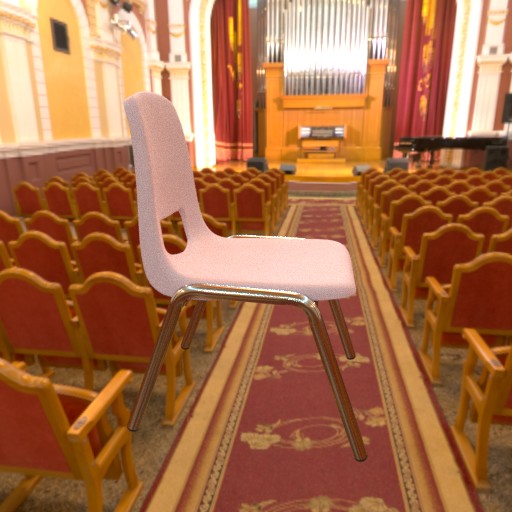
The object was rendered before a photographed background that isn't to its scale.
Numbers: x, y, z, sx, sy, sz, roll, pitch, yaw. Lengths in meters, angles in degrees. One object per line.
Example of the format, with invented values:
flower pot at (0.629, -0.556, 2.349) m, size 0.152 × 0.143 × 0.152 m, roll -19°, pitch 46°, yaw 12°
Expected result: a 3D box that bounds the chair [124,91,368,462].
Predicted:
chair at (0.000, 0.000, 0.836) m, size 0.423 × 0.586 × 0.354 m, roll 3°, pitch 17°, yaw 9°
